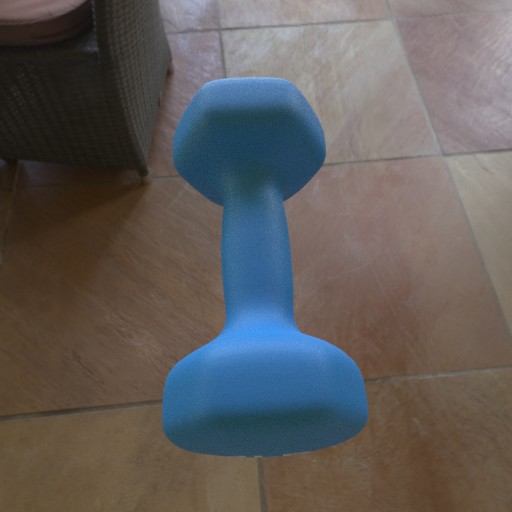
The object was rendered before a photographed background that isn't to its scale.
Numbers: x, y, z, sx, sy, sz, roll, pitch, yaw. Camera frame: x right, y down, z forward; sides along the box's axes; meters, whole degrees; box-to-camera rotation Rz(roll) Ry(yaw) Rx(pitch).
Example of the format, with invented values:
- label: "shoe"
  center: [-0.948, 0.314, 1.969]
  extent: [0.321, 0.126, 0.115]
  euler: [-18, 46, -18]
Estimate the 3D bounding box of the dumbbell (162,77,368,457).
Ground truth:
- label: "dumbbell"
  center: [0.000, 0.000, 0.184]
  extent: [0.074, 0.066, 0.152]
  euler: [-2, 63, -1]
